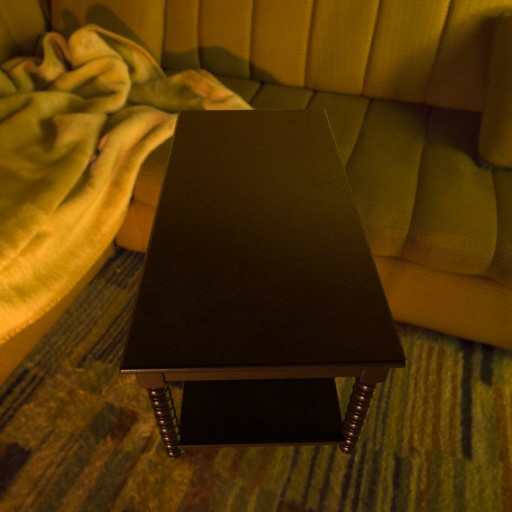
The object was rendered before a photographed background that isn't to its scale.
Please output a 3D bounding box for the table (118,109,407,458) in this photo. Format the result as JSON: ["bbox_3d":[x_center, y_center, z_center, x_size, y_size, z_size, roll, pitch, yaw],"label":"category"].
[{"bbox_3d":[0.000,0.000,1.460,0.580,0.487,1.171,-1,42,-1],"label":"table"}]
